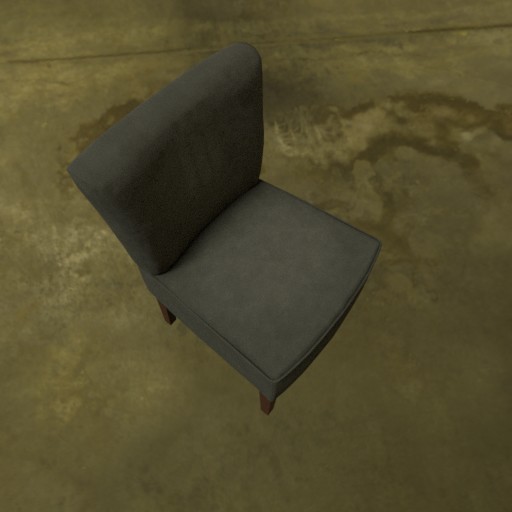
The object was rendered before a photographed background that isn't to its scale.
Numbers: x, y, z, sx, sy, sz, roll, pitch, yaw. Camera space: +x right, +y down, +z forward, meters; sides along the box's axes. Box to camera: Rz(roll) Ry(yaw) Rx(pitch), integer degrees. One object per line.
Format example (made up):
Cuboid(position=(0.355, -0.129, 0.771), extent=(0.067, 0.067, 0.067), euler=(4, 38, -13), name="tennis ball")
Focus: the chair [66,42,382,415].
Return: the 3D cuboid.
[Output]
Cuboid(position=(0.000, 0.000, 1.194), extent=(0.554, 0.806, 0.521), euler=(34, 64, 19), name="chair")
